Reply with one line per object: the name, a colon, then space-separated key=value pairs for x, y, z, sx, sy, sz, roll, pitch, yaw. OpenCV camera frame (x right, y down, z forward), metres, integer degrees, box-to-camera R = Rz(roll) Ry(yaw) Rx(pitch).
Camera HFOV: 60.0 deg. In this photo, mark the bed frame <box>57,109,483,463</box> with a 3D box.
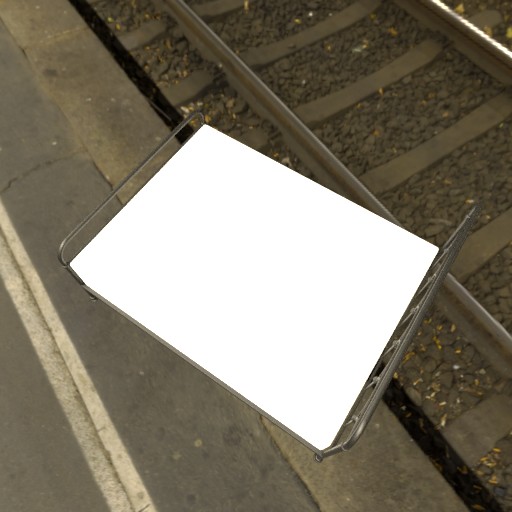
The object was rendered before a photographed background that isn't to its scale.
bed frame: x=0.000 y=0.000 z=3.110 sx=2.203 sy=1.276 sz=1.664 roll=31 pitch=67 yaw=15
